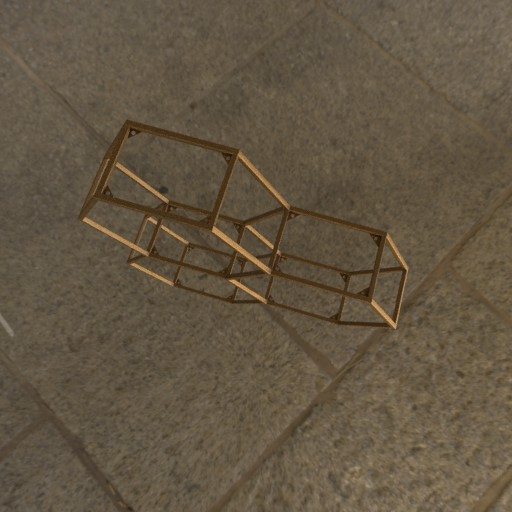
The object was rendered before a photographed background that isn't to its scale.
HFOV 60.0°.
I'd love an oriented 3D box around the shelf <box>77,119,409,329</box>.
[{"bbox_3d":[0.000,0.000,1.055,0.708,0.701,0.150,16,75,4],"label":"shelf"}]
